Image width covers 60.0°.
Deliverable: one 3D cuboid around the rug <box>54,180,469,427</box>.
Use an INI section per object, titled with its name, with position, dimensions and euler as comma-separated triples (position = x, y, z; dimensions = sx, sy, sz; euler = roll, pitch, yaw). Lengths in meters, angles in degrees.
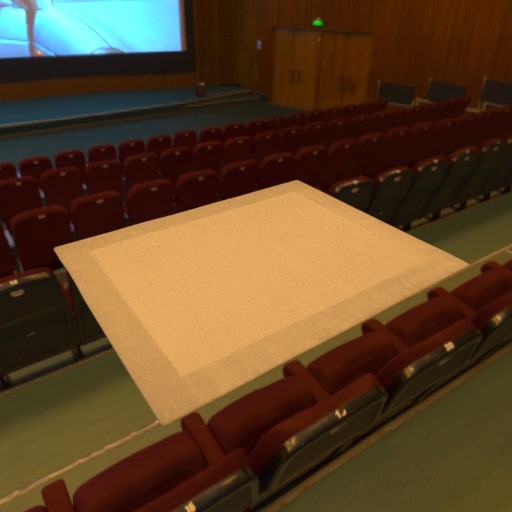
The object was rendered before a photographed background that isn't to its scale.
[rug]
position = 0.000, 0.000, 4.060
dimensions = 2.976, 0.018, 2.430
euler = -20, 37, -29
